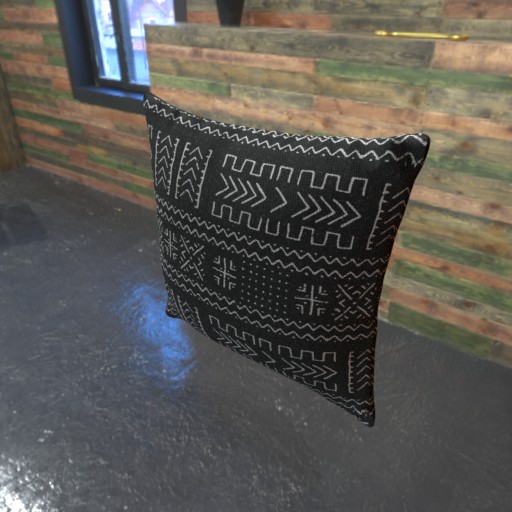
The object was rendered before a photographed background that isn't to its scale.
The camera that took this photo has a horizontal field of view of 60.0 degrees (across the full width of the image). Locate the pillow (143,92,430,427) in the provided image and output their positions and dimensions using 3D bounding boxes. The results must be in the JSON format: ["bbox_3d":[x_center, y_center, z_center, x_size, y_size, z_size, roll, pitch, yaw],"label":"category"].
[{"bbox_3d":[0.000,0.000,0.661,0.438,0.430,0.164,21,36,32],"label":"pillow"}]
